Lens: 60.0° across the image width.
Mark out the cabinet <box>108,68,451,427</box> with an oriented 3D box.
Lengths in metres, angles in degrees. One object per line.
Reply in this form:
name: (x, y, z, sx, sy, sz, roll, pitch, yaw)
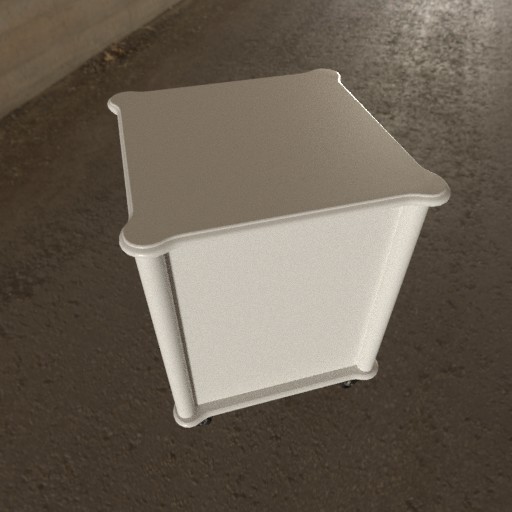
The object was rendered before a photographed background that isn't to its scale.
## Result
cabinet: (0.000, 0.000, 1.251, 0.627, 0.761, 0.628, -11, 46, -11)
